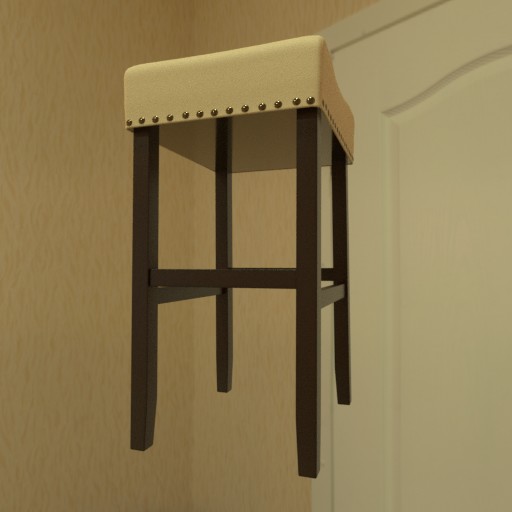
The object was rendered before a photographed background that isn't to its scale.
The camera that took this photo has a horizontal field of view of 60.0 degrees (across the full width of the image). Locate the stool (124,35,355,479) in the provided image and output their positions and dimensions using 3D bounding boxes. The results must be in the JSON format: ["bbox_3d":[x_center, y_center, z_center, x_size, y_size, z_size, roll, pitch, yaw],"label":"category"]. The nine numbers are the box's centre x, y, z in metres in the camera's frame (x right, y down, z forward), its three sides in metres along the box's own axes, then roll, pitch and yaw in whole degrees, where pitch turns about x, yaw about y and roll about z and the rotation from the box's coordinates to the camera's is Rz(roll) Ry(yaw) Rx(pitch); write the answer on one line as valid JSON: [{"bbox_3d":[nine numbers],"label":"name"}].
[{"bbox_3d":[0.000,0.000,1.020,0.401,0.762,0.471,0,-1,19],"label":"stool"}]
